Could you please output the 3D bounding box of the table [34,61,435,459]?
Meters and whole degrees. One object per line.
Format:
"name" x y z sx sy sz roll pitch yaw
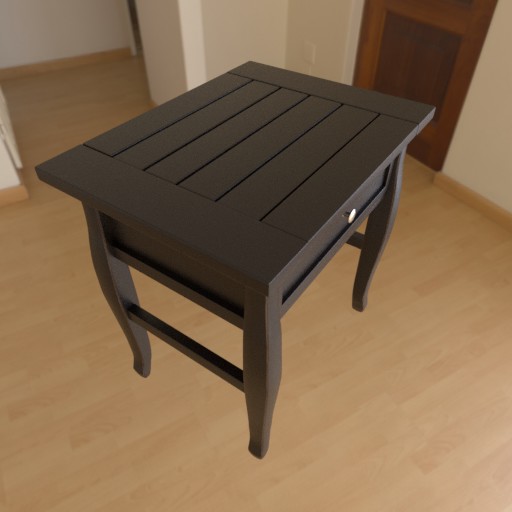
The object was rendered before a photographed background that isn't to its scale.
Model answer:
"table" 0.000 0.000 1.006 0.460 0.604 0.602 25 48 25
